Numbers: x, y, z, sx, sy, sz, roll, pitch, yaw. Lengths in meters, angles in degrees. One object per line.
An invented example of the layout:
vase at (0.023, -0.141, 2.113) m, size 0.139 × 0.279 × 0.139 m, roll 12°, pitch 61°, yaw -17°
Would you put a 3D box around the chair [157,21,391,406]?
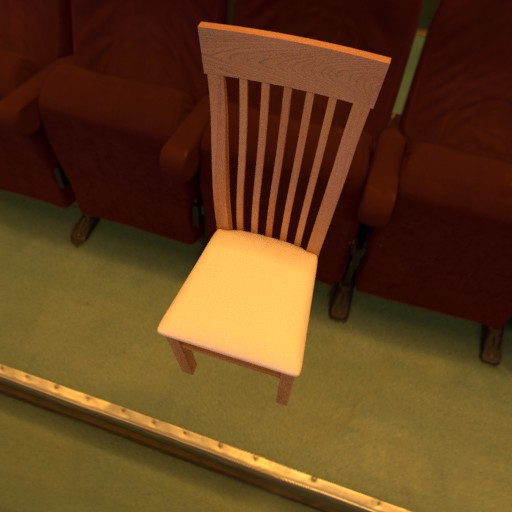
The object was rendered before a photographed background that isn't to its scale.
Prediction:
chair at (0.000, 0.000, 1.326) m, size 0.450 × 1.050 × 0.580 m, roll 15°, pitch 60°, yaw 9°
